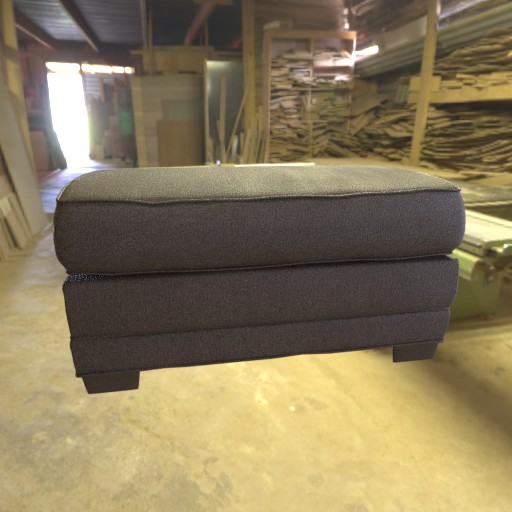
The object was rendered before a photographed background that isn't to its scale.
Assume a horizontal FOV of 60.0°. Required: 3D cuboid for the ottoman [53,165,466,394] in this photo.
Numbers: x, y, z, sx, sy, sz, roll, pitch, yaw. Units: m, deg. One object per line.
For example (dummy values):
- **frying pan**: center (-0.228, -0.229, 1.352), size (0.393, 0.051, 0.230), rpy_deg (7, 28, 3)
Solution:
- **ottoman**: center (0.000, 0.000, 1.140), size (0.864, 0.448, 0.490), rpy_deg (-3, 17, -10)
